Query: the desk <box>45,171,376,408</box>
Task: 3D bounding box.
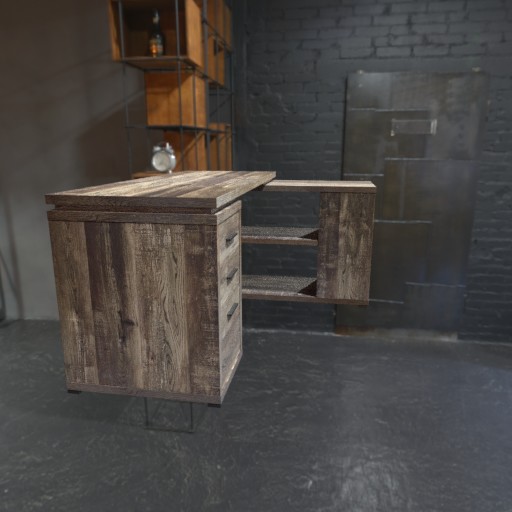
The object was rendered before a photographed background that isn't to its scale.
[{"bbox_3d":[0.000,0.000,2.229,1.200,0.753,1.524,2,14,9],"label":"desk"}]
